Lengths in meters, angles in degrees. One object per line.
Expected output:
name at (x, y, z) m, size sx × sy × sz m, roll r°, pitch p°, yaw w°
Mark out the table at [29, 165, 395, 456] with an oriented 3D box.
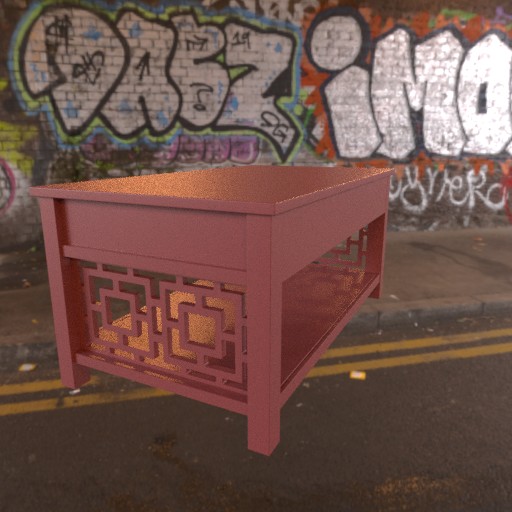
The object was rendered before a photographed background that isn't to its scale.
table at (0.000, 0.000, 1.376) m, size 0.612 × 0.493 × 1.068 m, roll 7°, pitch 16°, yaw 26°
